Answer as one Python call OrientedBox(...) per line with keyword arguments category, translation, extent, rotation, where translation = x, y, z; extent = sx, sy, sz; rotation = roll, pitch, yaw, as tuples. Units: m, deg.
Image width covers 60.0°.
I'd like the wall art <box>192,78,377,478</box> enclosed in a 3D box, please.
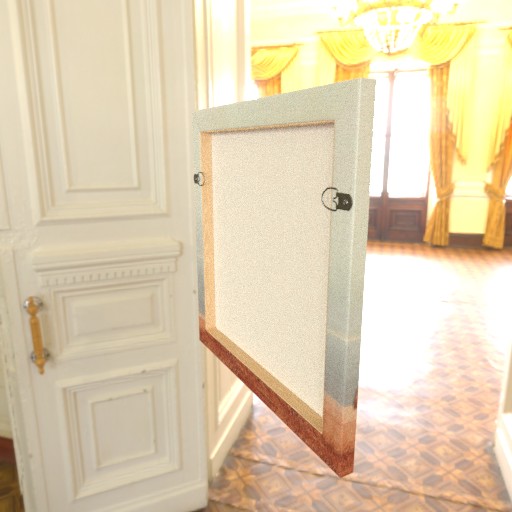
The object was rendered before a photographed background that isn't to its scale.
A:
OrientedBox(category="wall art", translation=(0.000, 0.000, 0.606), extent=(0.023, 0.405, 0.405), rotation=(-7, 15, -28))
